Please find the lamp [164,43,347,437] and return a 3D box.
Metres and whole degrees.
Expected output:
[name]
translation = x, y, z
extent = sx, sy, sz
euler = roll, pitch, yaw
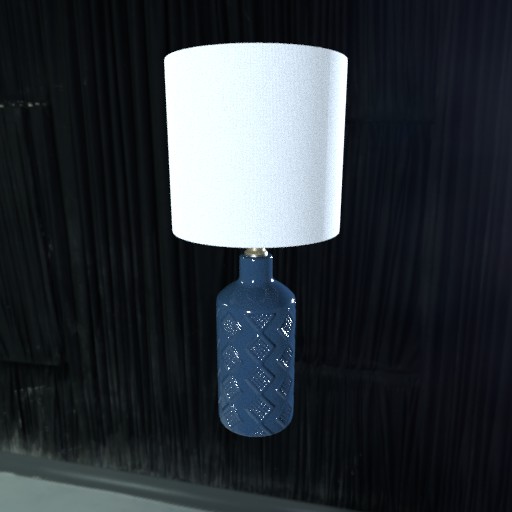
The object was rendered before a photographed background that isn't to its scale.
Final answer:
[lamp]
translation = 0.000, 0.000, 0.567
extent = 0.207, 0.461, 0.207
euler = 2, 15, 8
